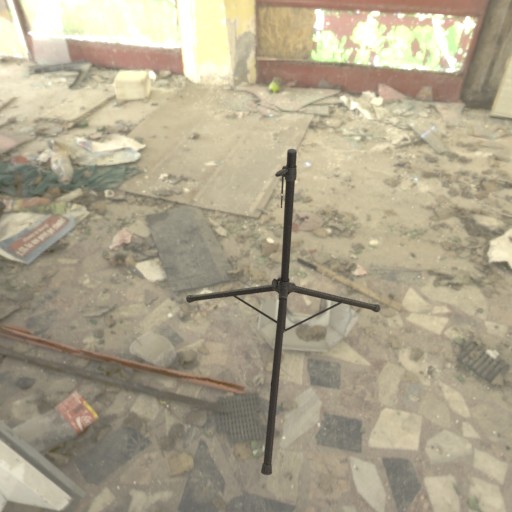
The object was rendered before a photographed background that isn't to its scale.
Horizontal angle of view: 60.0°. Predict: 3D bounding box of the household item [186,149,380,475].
[{"bbox_3d":[0.000,0.000,2.794,1.339,1.595,1.596,25,47,27],"label":"household item"}]
